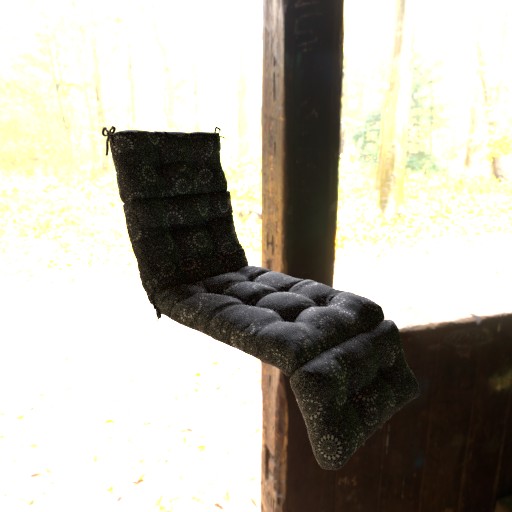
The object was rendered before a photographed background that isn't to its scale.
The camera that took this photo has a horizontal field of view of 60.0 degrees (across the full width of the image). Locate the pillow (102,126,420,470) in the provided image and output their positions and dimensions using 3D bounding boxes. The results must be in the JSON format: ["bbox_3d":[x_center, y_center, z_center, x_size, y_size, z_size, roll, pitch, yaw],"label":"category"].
[{"bbox_3d":[0.000,0.000,1.477,1.016,0.863,0.526,13,19,42],"label":"pillow"}]
